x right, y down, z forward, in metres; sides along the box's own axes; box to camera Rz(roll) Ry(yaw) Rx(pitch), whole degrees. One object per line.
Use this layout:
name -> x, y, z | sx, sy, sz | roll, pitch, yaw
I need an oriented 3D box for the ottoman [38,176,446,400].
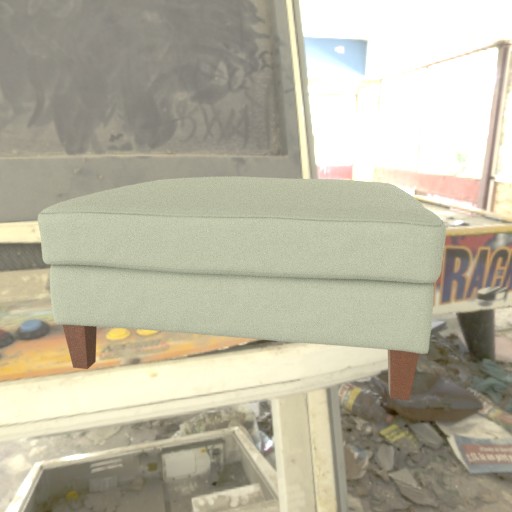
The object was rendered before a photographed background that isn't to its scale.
ottoman -> 0.000, 0.000, 1.456 | 0.991, 0.494, 0.842 | 3, 14, 10
